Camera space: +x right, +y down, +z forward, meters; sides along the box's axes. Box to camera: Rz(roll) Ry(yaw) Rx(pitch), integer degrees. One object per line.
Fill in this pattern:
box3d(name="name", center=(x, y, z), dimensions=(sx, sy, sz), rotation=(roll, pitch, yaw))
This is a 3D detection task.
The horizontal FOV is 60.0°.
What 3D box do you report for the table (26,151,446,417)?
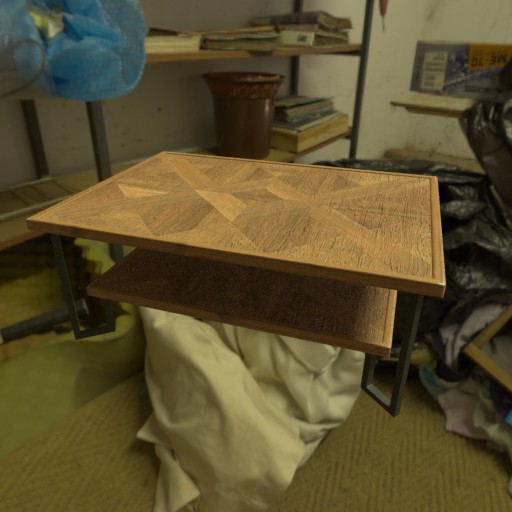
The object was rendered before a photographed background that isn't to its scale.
box3d(name="table", center=(0.000, 0.000, 1.698), dimensions=(1.238, 0.492, 0.877), rotation=(9, 29, 16))
